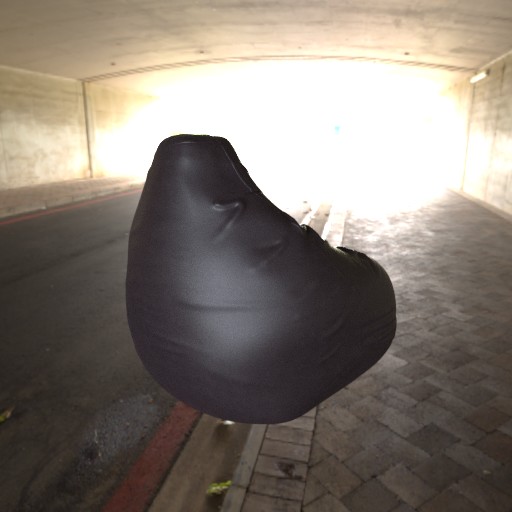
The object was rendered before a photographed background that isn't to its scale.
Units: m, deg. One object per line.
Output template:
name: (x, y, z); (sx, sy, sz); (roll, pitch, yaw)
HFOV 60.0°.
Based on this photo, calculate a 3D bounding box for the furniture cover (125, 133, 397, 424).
furniture cover: (0.000, 0.000, 1.871); (1.070, 0.990, 1.070); (14, 20, 43)
